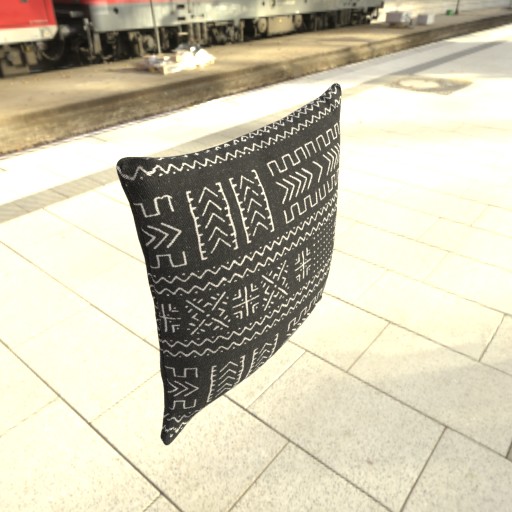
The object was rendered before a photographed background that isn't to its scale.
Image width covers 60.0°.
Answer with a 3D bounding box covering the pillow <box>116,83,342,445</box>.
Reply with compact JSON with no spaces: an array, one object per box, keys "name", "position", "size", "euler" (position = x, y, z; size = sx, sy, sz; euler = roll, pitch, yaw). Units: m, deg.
[{"name":"pillow","position":[0.000,0.000,0.667],"size":[0.164,0.430,0.438],"euler":[22,38,31]}]
